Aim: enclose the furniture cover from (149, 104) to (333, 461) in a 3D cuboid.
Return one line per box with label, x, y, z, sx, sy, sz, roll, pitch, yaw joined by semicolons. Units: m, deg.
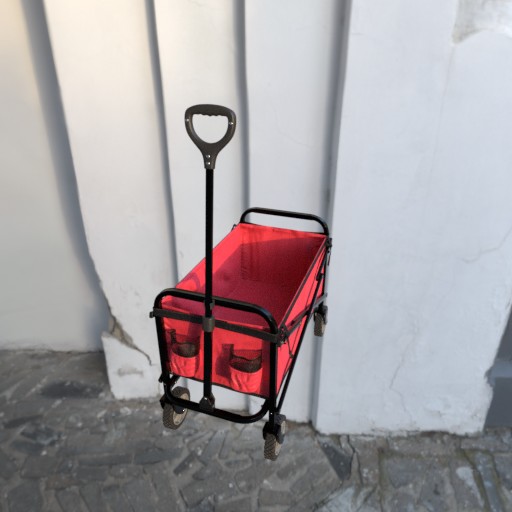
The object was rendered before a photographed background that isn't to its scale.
furniture cover;0.000;0.000;1.821;0.532;1.295;1.038;9;29;18
